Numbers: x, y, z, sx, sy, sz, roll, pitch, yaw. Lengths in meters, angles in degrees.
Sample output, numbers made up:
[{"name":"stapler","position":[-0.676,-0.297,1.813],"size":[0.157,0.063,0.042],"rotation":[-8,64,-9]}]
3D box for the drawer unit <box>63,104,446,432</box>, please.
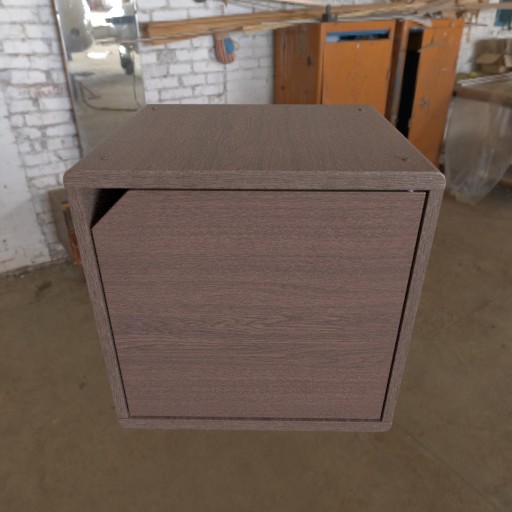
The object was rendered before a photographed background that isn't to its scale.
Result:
[{"name":"drawer unit","position":[0.000,0.000,0.602],"size":[0.344,0.344,0.290],"rotation":[0,30,1]}]
